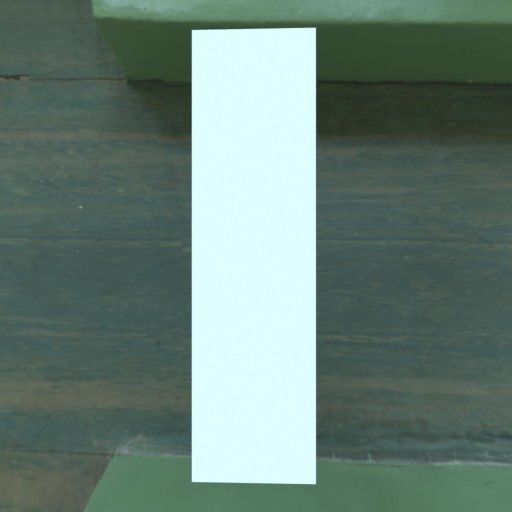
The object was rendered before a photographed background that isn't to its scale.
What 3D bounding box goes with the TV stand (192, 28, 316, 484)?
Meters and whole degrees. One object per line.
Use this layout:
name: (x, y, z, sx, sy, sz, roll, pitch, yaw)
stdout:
TV stand: (0.000, 0.000, 1.684, 0.410, 0.440, 1.500, 0, 90, 2)
